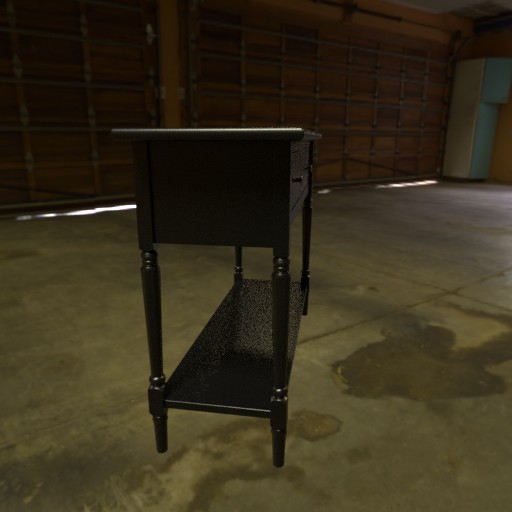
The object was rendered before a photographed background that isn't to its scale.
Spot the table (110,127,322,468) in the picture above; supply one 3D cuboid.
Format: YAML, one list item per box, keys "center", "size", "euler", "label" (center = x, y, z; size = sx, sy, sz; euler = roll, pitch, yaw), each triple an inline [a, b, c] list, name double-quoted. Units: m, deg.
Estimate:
- center: [0.000, 0.000, 1.519]
  size: [0.386, 0.819, 1.191]
  euler: [3, 15, 9]
  label: "table"
